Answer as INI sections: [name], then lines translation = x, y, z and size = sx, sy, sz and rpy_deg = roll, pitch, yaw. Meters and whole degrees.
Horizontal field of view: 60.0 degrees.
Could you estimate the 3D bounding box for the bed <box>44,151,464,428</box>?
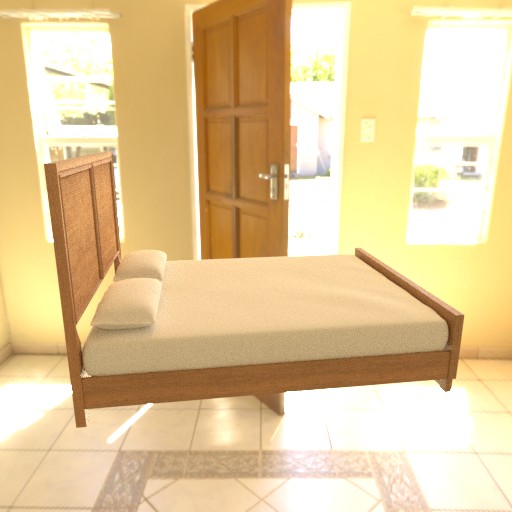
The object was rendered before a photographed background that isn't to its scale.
[bed]
translation = 0.000, 0.000, 3.112
size = 2.184, 1.387, 1.606
rpy_deg = -2, 15, -8
